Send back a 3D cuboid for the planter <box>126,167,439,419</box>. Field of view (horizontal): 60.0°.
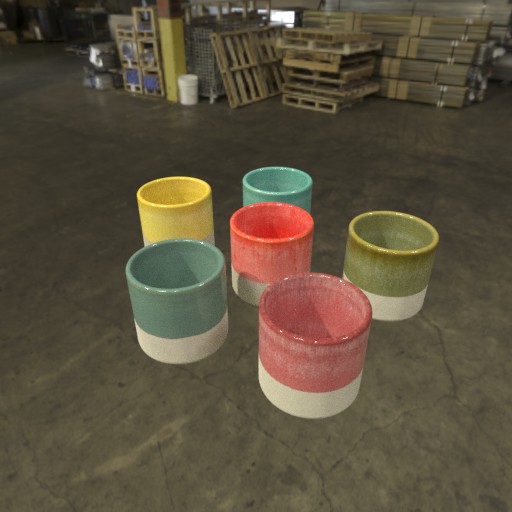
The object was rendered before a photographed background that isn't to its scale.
[{"bbox_3d":[0.000,0.000,0.415,0.286,0.075,0.257,21,38,30],"label":"planter"}]
